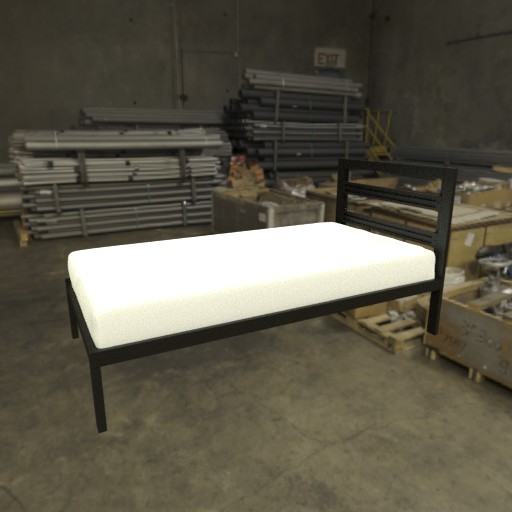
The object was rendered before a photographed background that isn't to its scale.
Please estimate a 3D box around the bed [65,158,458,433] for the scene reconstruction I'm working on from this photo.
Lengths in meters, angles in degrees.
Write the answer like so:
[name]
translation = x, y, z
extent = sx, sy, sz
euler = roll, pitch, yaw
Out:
[bed]
translation = 0.000, 0.000, 2.486
extent = 1.930, 0.967, 0.991
euler = -8, 18, -26
